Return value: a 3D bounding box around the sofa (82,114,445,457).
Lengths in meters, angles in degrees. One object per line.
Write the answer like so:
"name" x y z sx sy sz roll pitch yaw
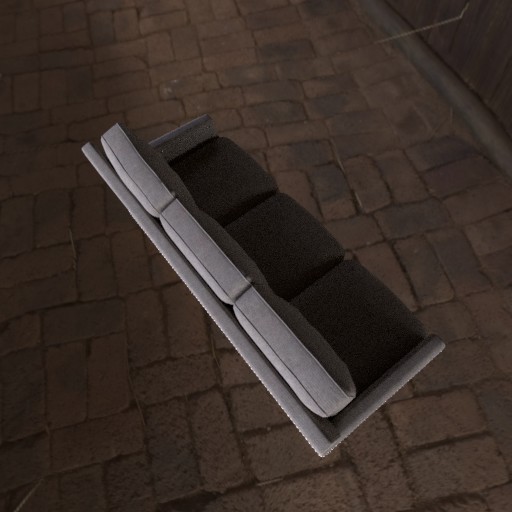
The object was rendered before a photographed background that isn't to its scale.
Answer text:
"sofa" 0.000 0.000 2.760 1.034 1.042 2.226 -34 64 -18
